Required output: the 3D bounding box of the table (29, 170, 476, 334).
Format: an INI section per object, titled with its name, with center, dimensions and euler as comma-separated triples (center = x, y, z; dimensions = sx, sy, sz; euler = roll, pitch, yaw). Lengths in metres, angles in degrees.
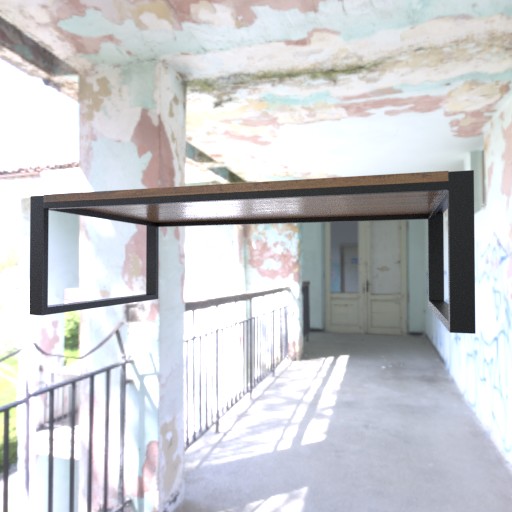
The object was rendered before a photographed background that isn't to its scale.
[table]
center = 0.000, 0.000, 1.637
dimensions = 1.350, 0.400, 0.750
euler = 0, -1, 17
